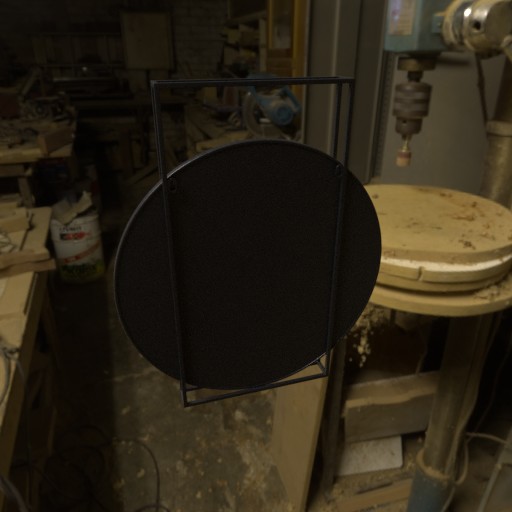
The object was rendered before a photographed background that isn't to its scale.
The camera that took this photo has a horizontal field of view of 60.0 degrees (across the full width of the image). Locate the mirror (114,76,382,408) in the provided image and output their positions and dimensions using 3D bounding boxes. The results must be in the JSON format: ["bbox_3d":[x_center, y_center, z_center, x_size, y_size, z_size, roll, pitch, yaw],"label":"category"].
[{"bbox_3d":[0.000,0.000,0.813,0.508,0.603,0.051,-8,27,-15],"label":"mirror"}]
